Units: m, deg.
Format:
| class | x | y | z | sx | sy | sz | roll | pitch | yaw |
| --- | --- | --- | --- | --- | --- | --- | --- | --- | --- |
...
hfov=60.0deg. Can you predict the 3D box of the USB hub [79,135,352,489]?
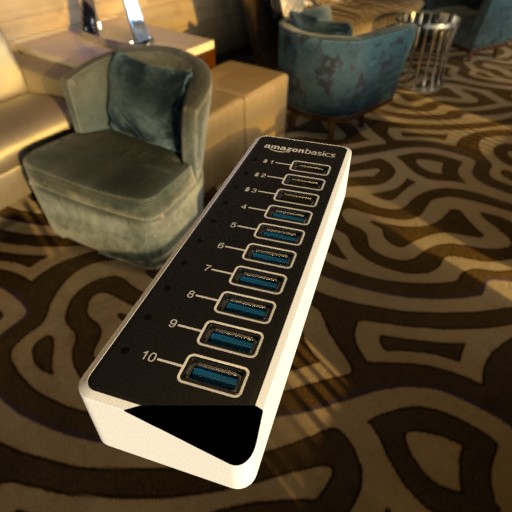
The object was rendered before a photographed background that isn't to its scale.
| class | x | y | z | sx | sy | sz | roll | pitch | yaw |
| --- | --- | --- | --- | --- | --- | --- | --- | --- | --- |
| USB hub | 0.000 | 0.000 | 0.157 | 0.044 | 0.023 | 0.145 | 12 | 42 | 14 |
